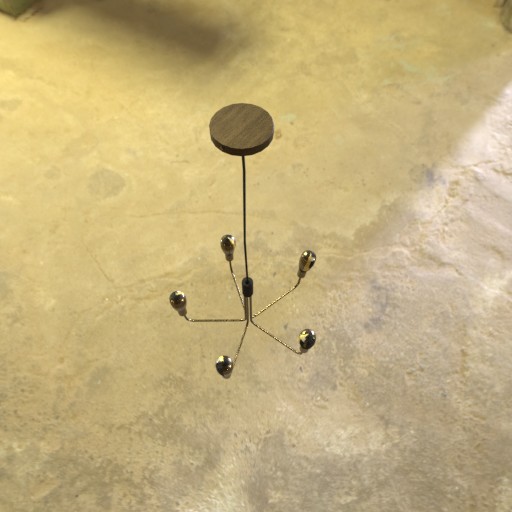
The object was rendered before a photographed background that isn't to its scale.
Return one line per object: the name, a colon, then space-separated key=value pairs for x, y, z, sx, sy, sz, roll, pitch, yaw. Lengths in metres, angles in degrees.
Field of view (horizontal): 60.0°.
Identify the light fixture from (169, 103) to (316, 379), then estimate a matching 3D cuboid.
light fixture: x=0.000 y=0.000 z=1.371 sx=0.532 sy=1.059 sz=0.588 roll=32 pitch=64 yaw=17
